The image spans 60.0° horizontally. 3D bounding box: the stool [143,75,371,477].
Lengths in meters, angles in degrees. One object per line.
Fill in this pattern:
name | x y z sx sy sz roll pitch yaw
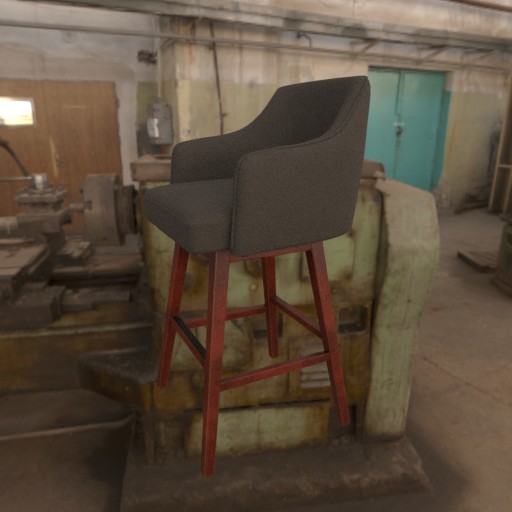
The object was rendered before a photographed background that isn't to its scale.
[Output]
stool | 0.000 0.000 1.331 0.558 1.012 0.548 -9 19 -26
